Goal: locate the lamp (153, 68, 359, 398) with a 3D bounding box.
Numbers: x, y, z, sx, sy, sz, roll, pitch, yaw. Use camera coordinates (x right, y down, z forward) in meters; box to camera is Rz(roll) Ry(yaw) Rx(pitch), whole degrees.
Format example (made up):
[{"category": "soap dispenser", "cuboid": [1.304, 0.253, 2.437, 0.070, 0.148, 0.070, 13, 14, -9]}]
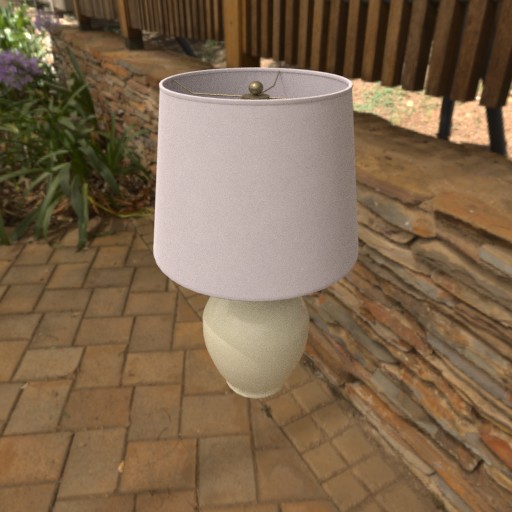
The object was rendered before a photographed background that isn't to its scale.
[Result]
[{"category": "lamp", "cuboid": [0.000, 0.000, 0.537, 0.239, 0.399, 0.239, 0, 30, 0]}]
